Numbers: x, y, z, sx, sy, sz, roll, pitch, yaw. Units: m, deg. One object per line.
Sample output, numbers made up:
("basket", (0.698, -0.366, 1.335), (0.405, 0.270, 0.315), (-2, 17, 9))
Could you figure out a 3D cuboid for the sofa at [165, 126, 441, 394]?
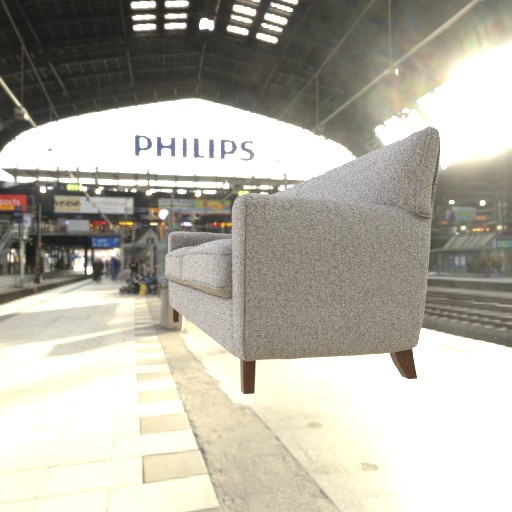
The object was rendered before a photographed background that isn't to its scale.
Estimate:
("sofa", (0.000, 0.000, 2.460), (0.854, 0.942, 2.026), (0, -1, -18))
